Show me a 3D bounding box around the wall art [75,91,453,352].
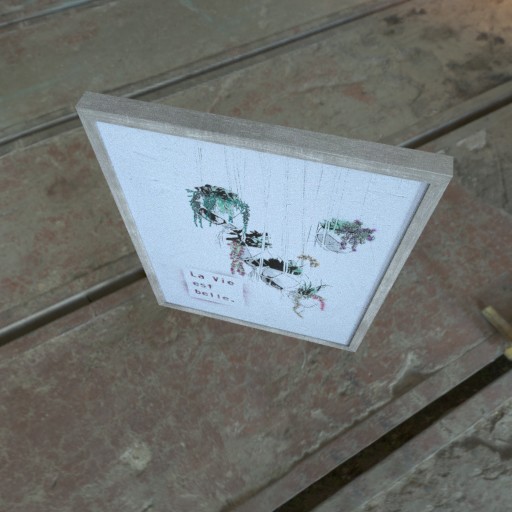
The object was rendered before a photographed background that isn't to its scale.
[{"bbox_3d":[0.000,0.000,0.708,0.421,0.521,0.032,12,59,7],"label":"wall art"}]
